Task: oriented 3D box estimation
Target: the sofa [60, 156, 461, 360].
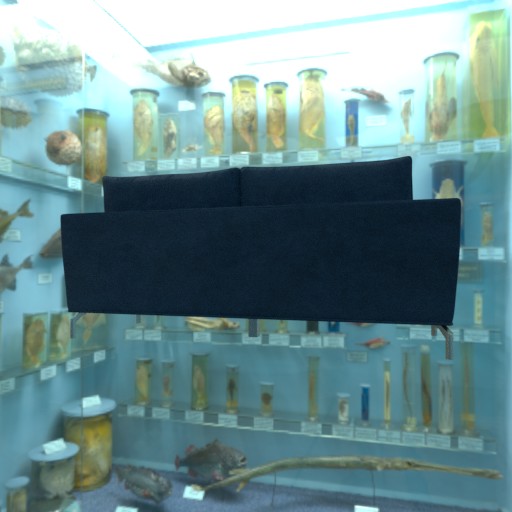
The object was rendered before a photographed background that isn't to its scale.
[{"bbox_3d":[0.000,0.000,2.729,2.212,0.998,0.853,0,-1,17],"label":"sofa"}]
